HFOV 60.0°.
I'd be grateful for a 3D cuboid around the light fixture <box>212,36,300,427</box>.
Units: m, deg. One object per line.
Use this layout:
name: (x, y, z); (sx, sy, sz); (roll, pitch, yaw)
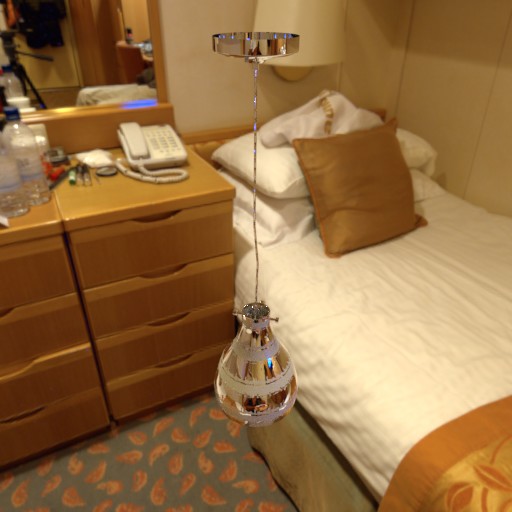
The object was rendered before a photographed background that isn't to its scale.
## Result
light fixture: (0.000, 0.000, 1.631); (0.374, 1.457, 0.374); (9, 32, 14)
